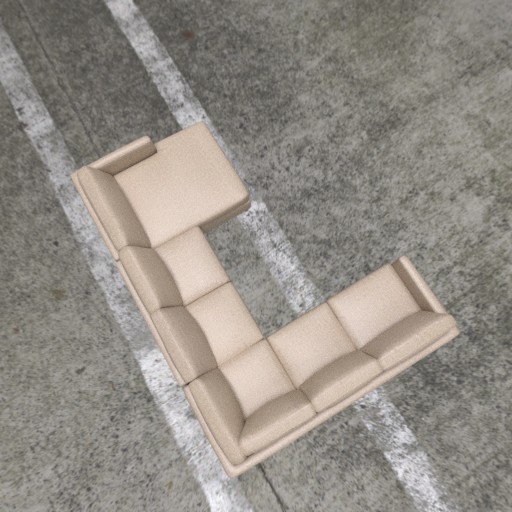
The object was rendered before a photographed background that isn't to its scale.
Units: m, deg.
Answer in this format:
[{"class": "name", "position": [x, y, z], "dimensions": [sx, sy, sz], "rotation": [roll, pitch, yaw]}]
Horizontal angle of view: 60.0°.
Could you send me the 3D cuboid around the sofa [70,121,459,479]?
[{"class": "sofa", "position": [0.000, 0.000, 4.709], "dimensions": [2.594, 0.961, 3.460], "rotation": [-30, 78, -7]}]
